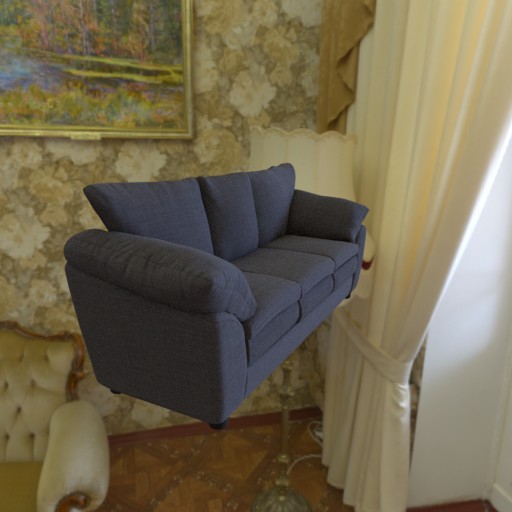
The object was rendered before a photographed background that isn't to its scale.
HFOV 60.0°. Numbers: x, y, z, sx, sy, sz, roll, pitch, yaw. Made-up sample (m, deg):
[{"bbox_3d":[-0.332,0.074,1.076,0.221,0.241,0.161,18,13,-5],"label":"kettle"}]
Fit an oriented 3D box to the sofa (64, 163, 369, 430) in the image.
[{"bbox_3d":[0.000,0.000,2.853,0.883,1.080,2.336,8,17,27],"label":"sofa"}]
